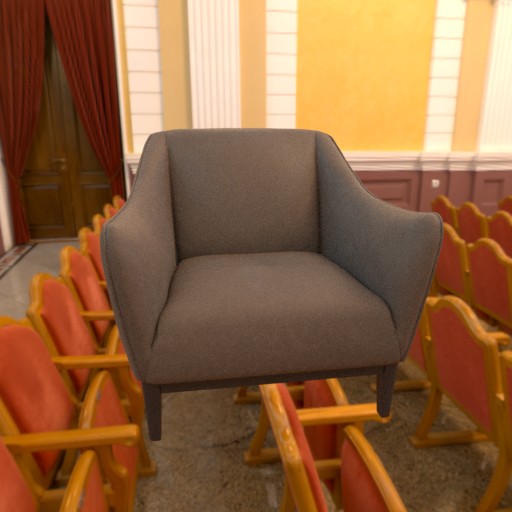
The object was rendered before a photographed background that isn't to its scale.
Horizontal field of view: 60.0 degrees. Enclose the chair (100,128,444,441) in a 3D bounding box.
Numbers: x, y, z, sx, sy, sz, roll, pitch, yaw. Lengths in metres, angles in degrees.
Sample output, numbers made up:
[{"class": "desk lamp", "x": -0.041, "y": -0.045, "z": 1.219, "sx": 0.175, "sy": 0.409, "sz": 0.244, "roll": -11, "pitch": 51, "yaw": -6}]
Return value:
[{"class": "chair", "x": 0.000, "y": 0.000, "z": 1.506, "sx": 0.871, "sy": 0.830, "sz": 0.852, "roll": -3, "pitch": 17, "yaw": -8}]
